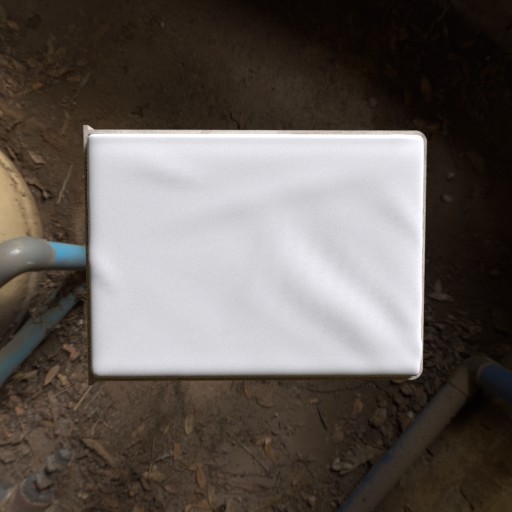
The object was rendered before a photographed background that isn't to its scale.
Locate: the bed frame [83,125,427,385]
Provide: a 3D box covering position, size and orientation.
[{"bbox_3d":[0.000,0.000,2.668,1.950,0.462,1.490,0,93,-1],"label":"bed frame"}]
